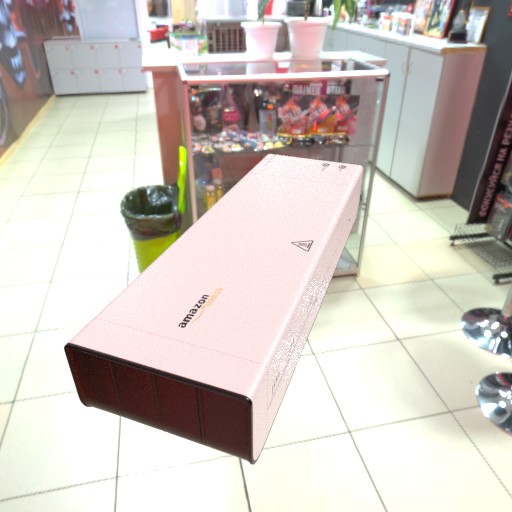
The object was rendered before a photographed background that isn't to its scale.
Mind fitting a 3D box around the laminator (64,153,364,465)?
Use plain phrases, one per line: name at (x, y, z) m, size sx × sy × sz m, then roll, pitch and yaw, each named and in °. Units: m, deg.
laminator at (0.000, 0.000, 0.380) m, size 0.123 × 0.062 × 0.340 m, roll 11°, pitch 34°, yaw 17°
